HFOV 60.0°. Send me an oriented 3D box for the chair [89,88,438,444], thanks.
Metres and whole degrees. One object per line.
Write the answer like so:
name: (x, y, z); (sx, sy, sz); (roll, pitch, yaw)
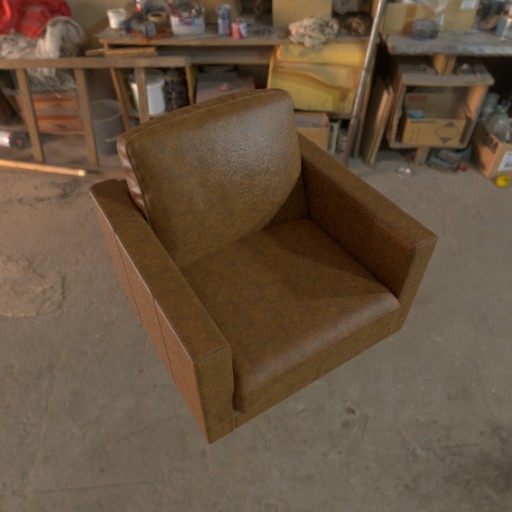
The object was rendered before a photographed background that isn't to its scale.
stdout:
chair: (0.000, 0.000, 1.666); (0.890, 0.956, 0.909); (-24, 50, -22)
